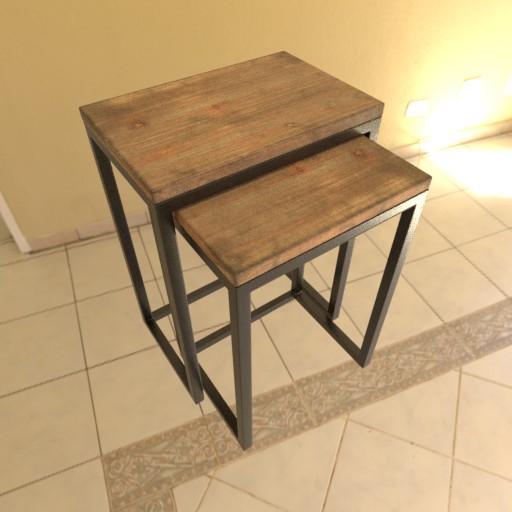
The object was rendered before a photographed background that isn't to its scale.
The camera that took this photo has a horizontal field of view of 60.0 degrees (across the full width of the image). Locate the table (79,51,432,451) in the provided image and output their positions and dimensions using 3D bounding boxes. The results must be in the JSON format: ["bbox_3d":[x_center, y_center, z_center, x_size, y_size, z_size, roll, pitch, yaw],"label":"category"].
[{"bbox_3d":[0.000,0.000,0.940,0.456,0.615,0.460,-24,50,-22],"label":"table"}]
